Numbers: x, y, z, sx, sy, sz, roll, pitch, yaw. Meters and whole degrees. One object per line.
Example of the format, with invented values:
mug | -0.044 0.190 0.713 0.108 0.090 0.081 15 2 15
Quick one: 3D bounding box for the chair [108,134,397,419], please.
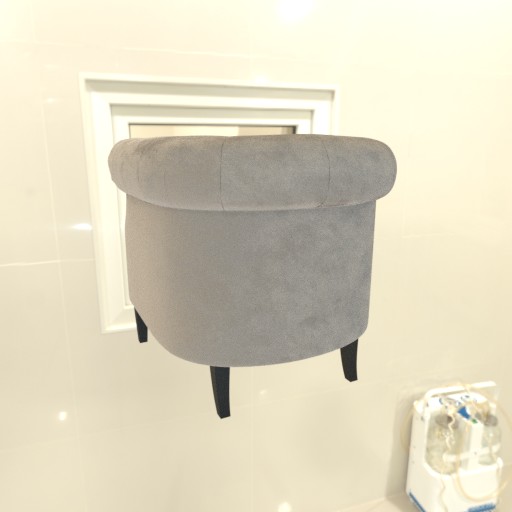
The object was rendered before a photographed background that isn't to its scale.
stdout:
chair | 0.000 0.000 1.584 0.904 0.826 0.851 -7 15 -26
